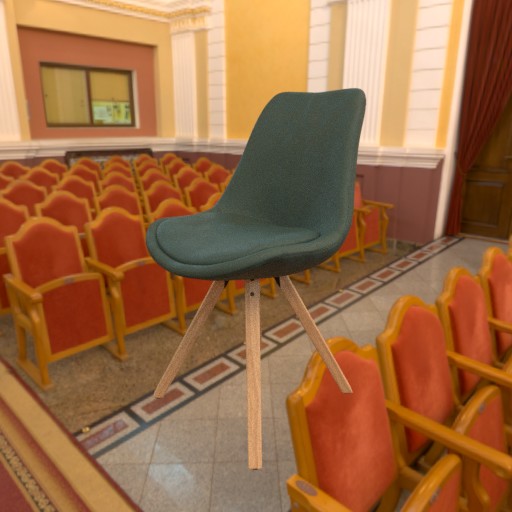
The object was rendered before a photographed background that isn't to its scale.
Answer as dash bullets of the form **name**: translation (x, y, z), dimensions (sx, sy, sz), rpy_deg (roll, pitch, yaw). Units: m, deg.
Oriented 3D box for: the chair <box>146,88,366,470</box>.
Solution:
- **chair**: translation (0.000, 0.000, 1.201), dimensions (0.483, 0.865, 0.547), rpy_deg (16, 23, 42)
